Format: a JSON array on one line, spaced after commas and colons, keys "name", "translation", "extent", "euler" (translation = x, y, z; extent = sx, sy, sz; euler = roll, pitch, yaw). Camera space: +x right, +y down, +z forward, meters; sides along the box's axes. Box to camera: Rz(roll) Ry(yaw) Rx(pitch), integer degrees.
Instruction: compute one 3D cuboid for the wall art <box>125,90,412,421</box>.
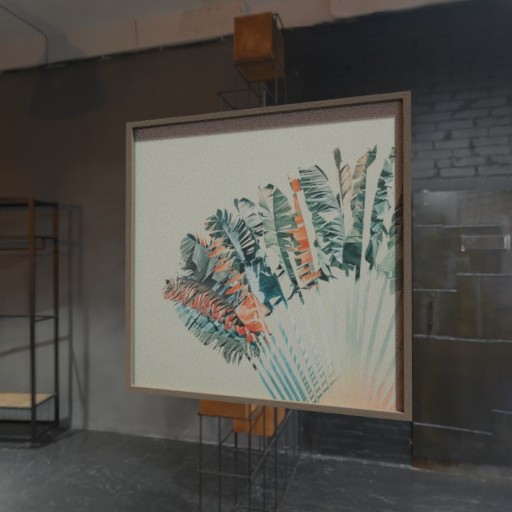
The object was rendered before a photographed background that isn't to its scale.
[{"name": "wall art", "translation": [0.000, 0.000, 1.152], "extent": [0.761, 0.758, 0.038], "euler": [0, -1, 18]}]
